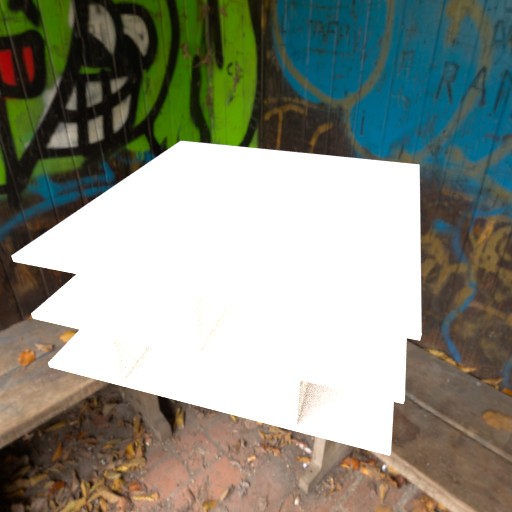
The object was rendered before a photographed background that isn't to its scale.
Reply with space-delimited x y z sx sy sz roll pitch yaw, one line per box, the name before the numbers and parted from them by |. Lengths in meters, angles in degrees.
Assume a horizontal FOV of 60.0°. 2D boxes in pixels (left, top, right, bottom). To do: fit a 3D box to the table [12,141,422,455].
table | 0.000 0.000 1.066 0.700 0.289 0.700 9 33 15
